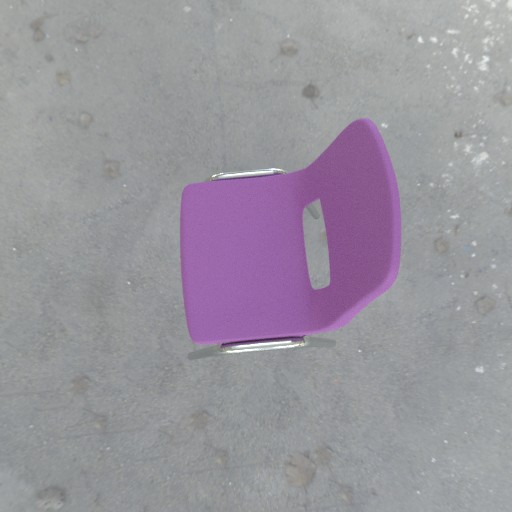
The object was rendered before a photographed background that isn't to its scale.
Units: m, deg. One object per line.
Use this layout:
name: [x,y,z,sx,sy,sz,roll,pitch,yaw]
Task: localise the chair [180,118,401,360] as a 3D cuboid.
chair: [0.000,0.000,0.692,0.301,0.493,0.291,-5,77,-1]
